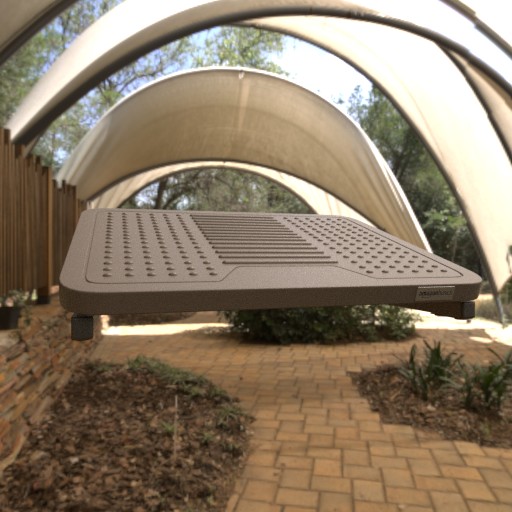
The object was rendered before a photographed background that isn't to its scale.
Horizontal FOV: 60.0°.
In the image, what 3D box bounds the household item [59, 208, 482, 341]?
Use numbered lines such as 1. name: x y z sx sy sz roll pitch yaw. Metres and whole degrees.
1. household item: 0.000 0.000 0.509 0.390 0.126 0.301 0 0 -17
